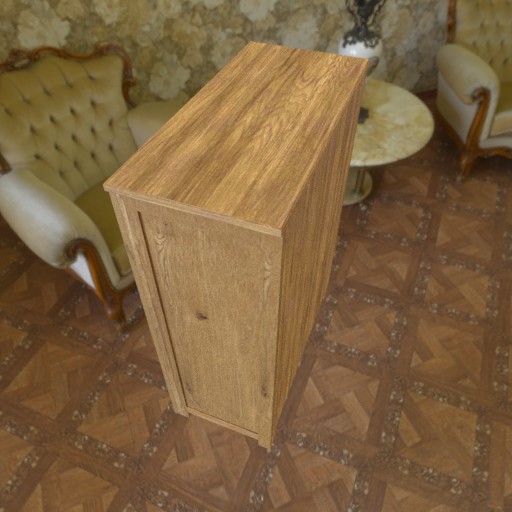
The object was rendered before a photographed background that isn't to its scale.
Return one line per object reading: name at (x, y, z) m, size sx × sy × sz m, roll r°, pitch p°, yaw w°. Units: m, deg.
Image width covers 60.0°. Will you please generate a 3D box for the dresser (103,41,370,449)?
dresser at (0.000, 0.000, 2.003) m, size 0.558 × 1.431 × 1.081 m, roll 16°, pitch 48°, yaw 15°
